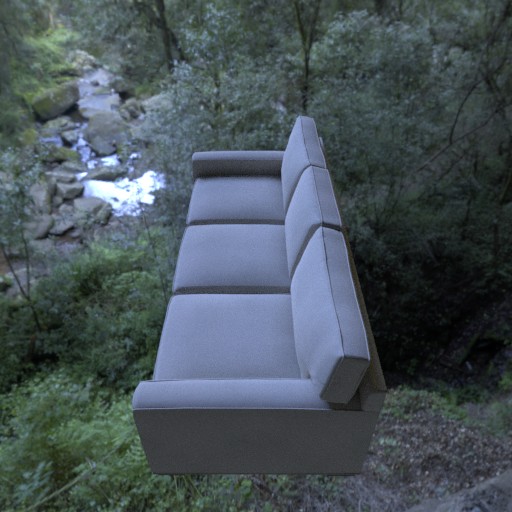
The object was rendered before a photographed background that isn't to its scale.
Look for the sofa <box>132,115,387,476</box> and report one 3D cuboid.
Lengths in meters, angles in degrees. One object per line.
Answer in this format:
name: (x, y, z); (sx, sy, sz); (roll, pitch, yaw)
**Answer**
sofa: (0.000, 0.000, 2.508); (0.935, 0.862, 2.088); (0, 40, 0)
